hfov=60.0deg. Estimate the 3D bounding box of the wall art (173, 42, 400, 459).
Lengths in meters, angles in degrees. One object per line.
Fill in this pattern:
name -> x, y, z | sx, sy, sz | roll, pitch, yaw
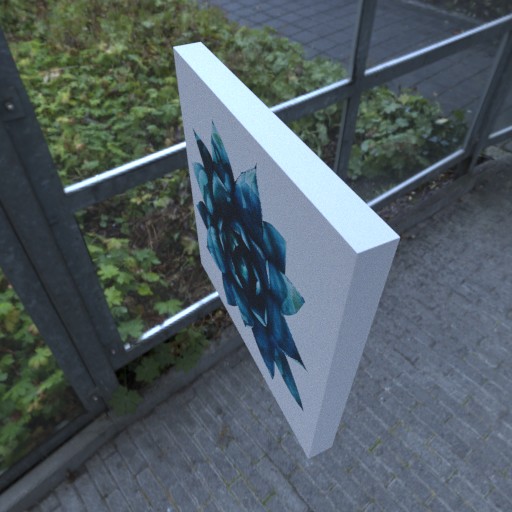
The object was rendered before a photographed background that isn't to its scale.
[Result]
wall art -> 0.000, 0.000, 0.592 | 0.038, 0.406, 0.406 | -19, 49, -18
